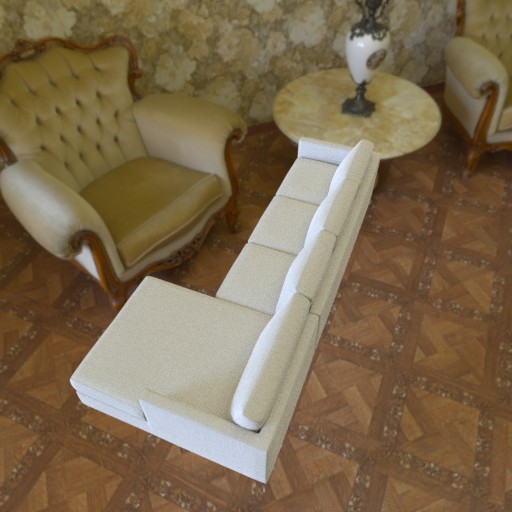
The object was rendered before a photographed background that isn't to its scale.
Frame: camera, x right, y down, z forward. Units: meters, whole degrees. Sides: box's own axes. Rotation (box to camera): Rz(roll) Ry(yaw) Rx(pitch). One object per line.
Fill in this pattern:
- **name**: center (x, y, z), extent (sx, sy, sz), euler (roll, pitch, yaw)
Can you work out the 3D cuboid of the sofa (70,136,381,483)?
- **sofa**: center (0.000, 0.000, 4.173), extent (1.599, 0.954, 3.471), euler (17, 49, 15)
